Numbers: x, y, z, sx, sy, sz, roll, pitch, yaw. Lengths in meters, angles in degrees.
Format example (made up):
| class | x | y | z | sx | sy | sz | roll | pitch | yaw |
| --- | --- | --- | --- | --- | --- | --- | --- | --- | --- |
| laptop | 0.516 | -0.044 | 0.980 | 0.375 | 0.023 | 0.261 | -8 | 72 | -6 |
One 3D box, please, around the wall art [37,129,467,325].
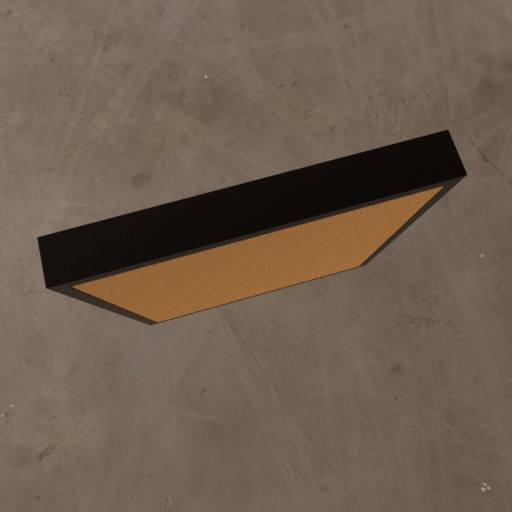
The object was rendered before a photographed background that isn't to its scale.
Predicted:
| class | x | y | z | sx | sy | sz | roll | pitch | yaw |
| --- | --- | --- | --- | --- | --- | --- | --- | --- | --- |
| wall art | 0.000 | 0.000 | 0.452 | 0.299 | 0.299 | 0.037 | -15 | 77 | -4 |
